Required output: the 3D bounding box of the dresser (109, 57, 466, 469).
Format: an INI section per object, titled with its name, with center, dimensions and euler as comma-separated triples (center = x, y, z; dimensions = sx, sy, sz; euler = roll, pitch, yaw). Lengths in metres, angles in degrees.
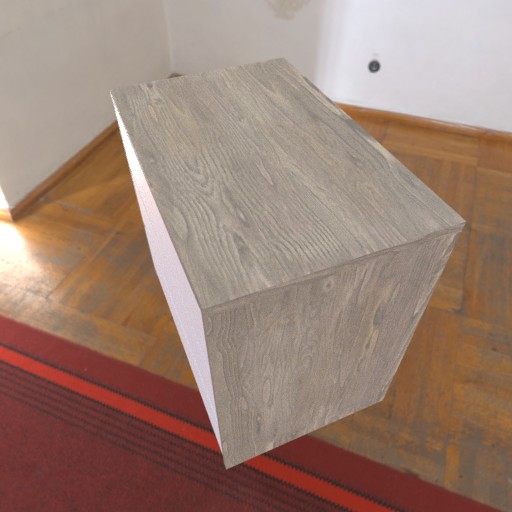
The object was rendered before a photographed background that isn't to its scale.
[dresser]
center = 0.000, 0.000, 1.308
dimensions = 0.529, 0.762, 0.809
euler = -17, 49, -16
